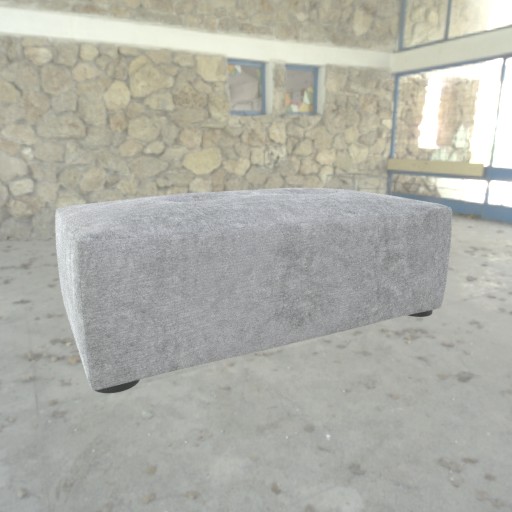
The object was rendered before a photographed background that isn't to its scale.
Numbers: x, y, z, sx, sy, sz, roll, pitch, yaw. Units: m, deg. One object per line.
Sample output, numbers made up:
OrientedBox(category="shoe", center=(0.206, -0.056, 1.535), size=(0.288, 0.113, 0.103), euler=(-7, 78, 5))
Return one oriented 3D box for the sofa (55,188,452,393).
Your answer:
OrientedBox(category="sofa", center=(0.000, 0.000, 1.163), size=(0.930, 0.330, 0.480), euler=(-7, 16, -27))
